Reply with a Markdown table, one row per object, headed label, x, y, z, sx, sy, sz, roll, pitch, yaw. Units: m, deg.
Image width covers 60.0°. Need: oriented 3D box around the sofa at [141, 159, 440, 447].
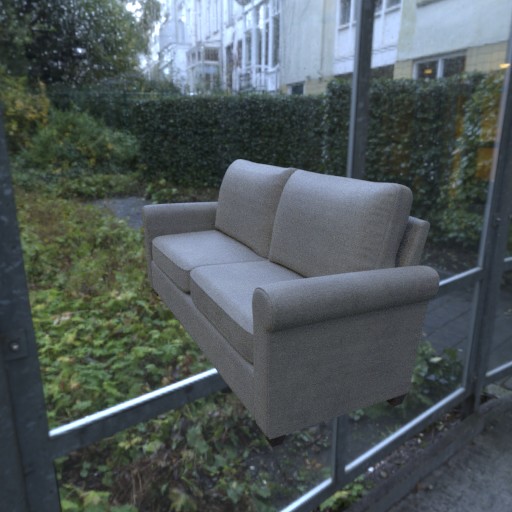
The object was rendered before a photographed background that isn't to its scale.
| label | x | y | z | sx | sy | sz | roll | pitch | yaw |
| --- | --- | --- | --- | --- | --- | --- | --- | --- | --- |
| sofa | 0.000 | 0.000 | 2.463 | 0.842 | 0.942 | 1.935 | -8 | 18 | -25 |
